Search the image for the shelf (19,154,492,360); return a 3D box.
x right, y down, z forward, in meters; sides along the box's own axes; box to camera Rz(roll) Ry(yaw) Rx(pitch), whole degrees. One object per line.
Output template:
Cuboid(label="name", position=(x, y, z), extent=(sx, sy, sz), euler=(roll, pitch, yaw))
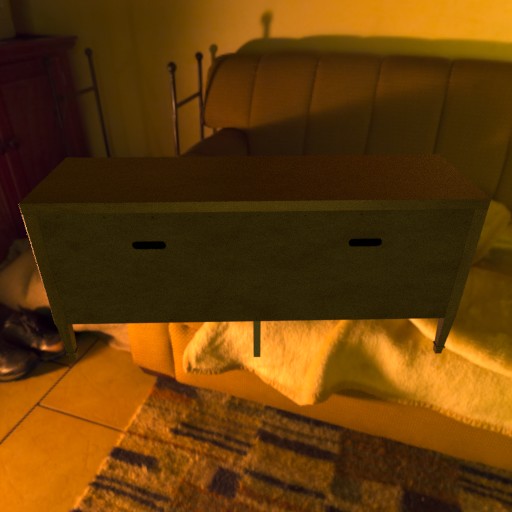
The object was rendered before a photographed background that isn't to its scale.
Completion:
Cuboid(label="shelf", position=(0.000, 0.000, 1.867), extent=(1.575, 0.719, 0.479), euler=(-1, 31, -1))
